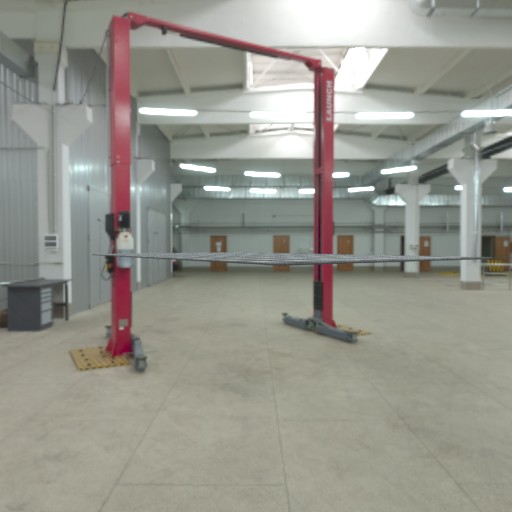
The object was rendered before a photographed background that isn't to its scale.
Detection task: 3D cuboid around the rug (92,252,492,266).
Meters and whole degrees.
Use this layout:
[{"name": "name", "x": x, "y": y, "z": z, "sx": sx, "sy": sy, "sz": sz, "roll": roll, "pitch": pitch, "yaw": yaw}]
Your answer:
[{"name": "rug", "x": 0.000, "y": 0.000, "z": 3.086, "sx": 1.554, "sy": 0.011, "sz": 2.476, "roll": -1, "pitch": 2, "yaw": -35}]
